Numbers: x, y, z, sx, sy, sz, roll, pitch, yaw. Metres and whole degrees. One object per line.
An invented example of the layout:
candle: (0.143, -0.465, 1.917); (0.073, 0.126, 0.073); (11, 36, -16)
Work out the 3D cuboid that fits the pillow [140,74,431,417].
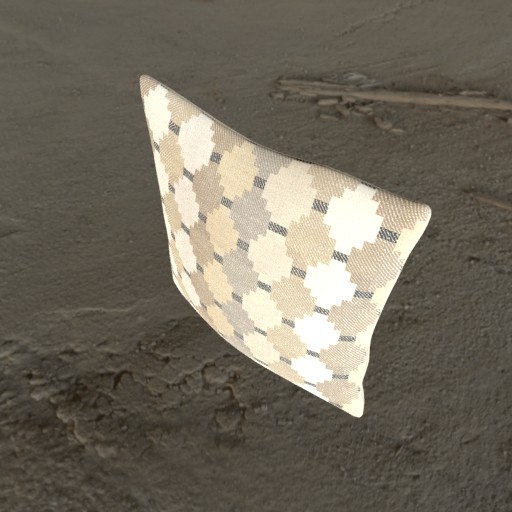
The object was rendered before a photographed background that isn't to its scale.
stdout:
pillow: (0.000, 0.000, 0.856); (0.578, 0.558, 0.192); (32, 52, 28)
